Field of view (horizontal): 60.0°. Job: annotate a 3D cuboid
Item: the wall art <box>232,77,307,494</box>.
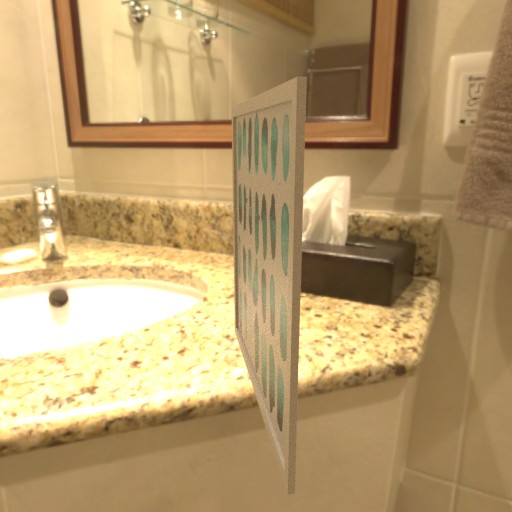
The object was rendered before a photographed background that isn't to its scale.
[{"bbox_3d":[0.000,0.000,0.676,0.009,0.457,0.456,-3,15,-10],"label":"wall art"}]
